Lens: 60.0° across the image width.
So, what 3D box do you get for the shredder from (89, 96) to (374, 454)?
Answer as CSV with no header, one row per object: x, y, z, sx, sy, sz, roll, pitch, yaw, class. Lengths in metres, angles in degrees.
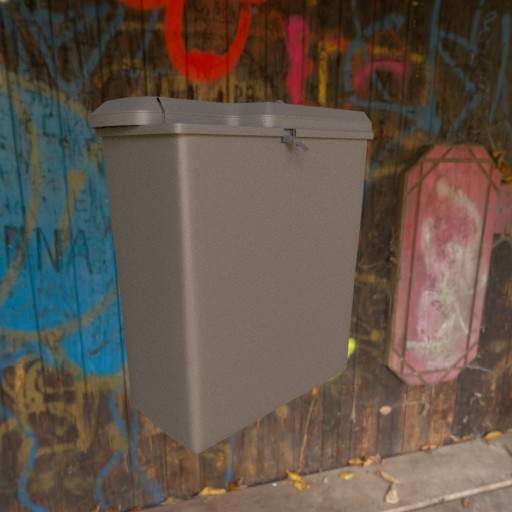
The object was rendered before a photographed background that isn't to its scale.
0.000,0.000,0.509,0.320,0.335,0.170,-13,18,-42,shredder
